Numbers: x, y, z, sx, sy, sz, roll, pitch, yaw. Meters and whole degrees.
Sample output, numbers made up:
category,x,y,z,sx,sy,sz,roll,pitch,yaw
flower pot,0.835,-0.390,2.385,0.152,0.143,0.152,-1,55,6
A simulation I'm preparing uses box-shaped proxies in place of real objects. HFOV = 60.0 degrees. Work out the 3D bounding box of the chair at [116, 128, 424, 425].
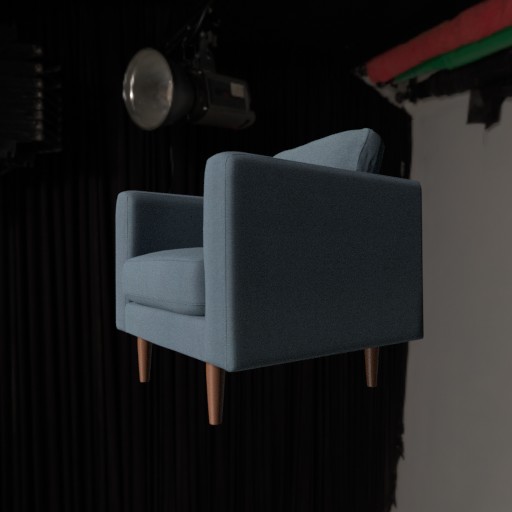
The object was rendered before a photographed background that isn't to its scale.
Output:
category,x,y,z,sx,sy,sz,roll,pitch,yaw
chair,0.000,0.000,1.611,0.820,0.922,0.855,1,-1,-35
